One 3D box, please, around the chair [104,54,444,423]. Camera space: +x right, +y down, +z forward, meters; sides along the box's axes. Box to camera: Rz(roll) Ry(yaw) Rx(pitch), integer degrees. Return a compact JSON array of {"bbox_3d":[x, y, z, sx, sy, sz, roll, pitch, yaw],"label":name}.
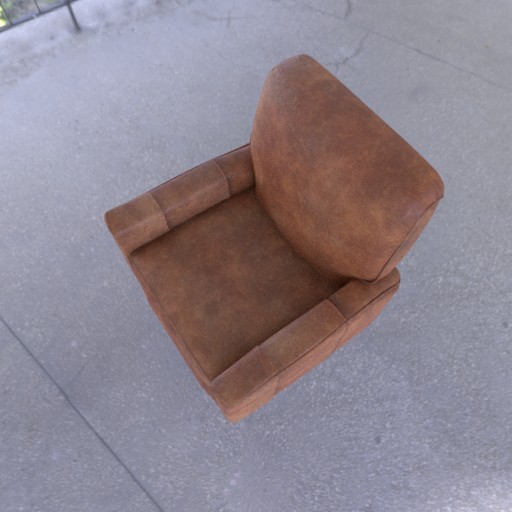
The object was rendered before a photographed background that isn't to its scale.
[{"bbox_3d":[0.000,0.000,1.657,0.836,1.043,0.843,-32,68,-15],"label":"chair"}]
